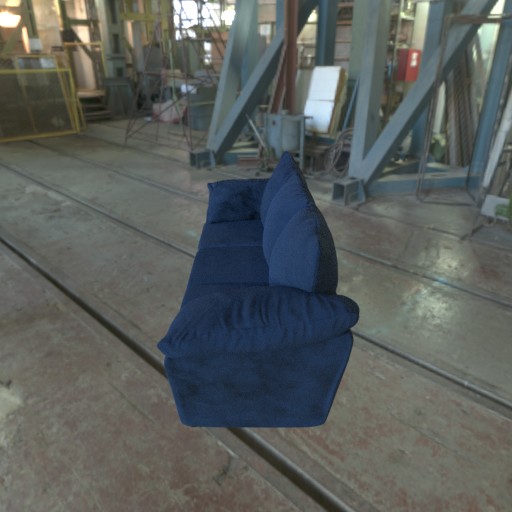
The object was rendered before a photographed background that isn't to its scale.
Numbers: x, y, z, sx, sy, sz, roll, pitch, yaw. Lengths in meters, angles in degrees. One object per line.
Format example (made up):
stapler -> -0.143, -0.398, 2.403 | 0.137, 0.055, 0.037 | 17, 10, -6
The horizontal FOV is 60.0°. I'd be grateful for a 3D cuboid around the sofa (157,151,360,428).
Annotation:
sofa -> 0.000, 0.000, 2.994 | 0.907, 1.091, 2.390 | 0, 25, 0
